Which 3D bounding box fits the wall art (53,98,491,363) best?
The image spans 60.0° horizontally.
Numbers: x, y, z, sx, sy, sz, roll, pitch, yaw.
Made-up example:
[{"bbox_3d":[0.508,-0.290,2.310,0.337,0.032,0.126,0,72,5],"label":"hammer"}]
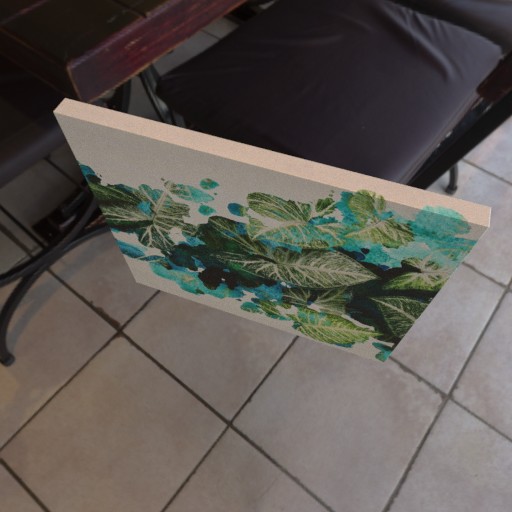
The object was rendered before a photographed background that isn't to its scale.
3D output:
[{"bbox_3d":[0.000,0.000,0.955,0.711,0.610,0.043,17,60,10],"label":"wall art"}]
